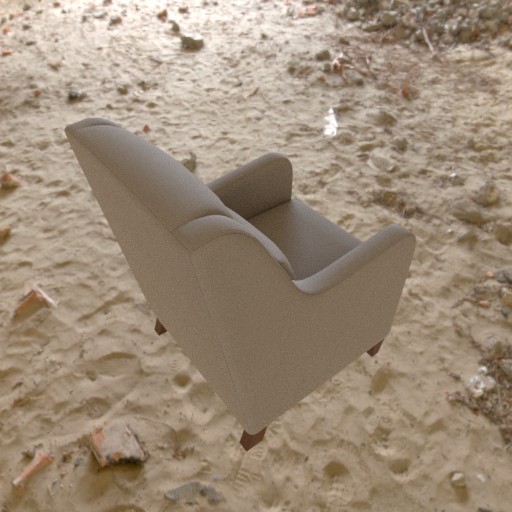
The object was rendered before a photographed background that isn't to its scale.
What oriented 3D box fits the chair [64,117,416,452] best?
[{"bbox_3d":[0.000,0.000,1.552,0.863,1.010,0.715,-26,47,-27],"label":"chair"}]
